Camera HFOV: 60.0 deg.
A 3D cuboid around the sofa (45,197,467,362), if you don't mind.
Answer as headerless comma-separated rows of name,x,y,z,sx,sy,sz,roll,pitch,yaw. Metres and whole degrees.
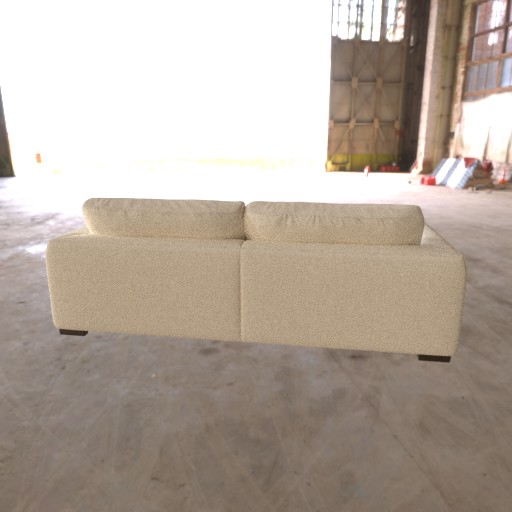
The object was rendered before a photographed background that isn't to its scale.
sofa,0.000,0.000,2.840,2.262,0.801,1.070,2,15,9
